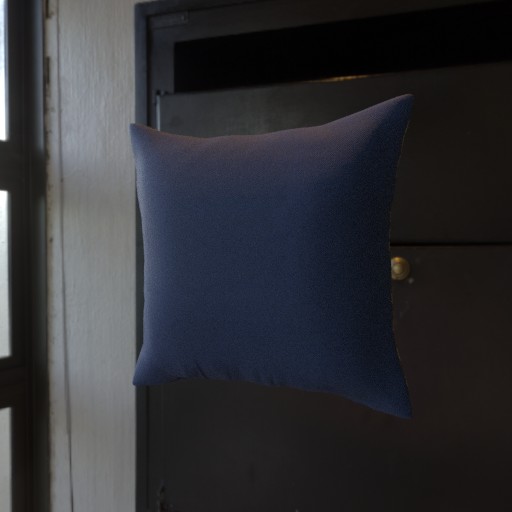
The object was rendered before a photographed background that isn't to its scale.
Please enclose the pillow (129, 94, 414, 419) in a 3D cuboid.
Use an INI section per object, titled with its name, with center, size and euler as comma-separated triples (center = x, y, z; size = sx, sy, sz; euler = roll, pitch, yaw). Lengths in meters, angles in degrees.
[pillow]
center = 0.000, 0.000, 0.754
size = 0.504, 0.494, 0.188
euler = 0, 1, 19
